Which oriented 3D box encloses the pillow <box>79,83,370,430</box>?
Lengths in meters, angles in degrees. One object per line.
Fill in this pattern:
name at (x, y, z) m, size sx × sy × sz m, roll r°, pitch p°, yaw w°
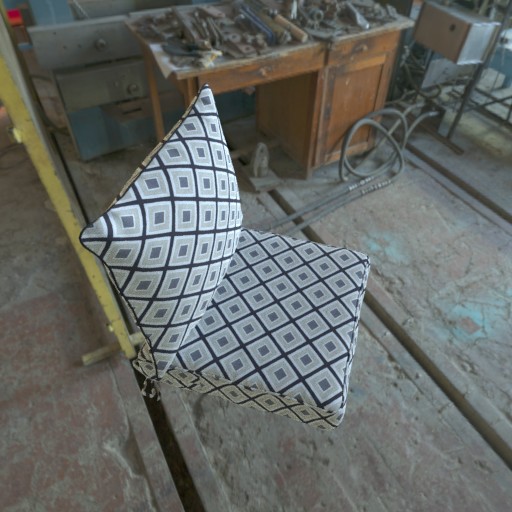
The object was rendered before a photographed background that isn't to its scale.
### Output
pillow at (0.000, 0.000, 1.398) m, size 0.733 × 0.722 × 0.798 m, roll 12°, pitch 47°, yaw 12°
